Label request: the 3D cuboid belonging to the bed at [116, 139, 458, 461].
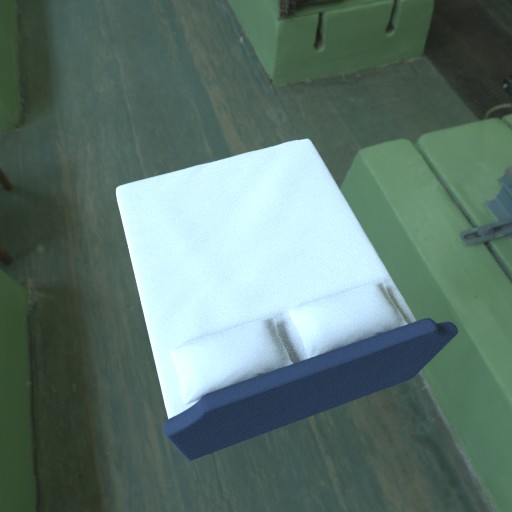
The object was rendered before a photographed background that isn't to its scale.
[{"bbox_3d":[0.000,0.000,4.131,2.350,1.488,2.773,-16,59,-10],"label":"bed"}]
